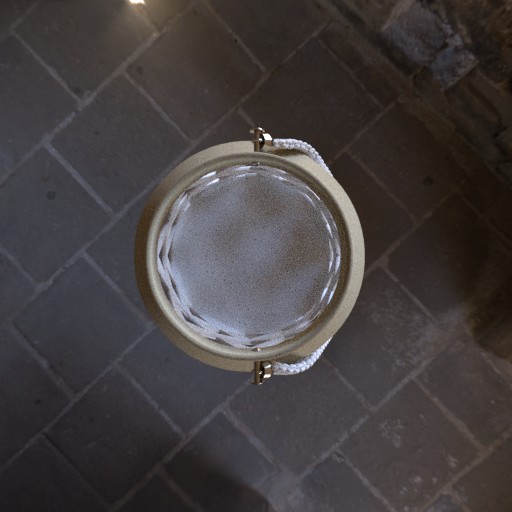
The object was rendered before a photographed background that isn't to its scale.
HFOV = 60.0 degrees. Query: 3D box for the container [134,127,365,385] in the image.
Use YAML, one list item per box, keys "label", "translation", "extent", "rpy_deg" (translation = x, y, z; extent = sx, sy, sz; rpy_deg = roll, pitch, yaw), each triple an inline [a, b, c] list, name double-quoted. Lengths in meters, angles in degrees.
- label: "container"
  translation: [0.000, 0.000, 0.394]
  extent: [0.198, 0.264, 0.188]
  rpy_deg: [0, 90, 0]
